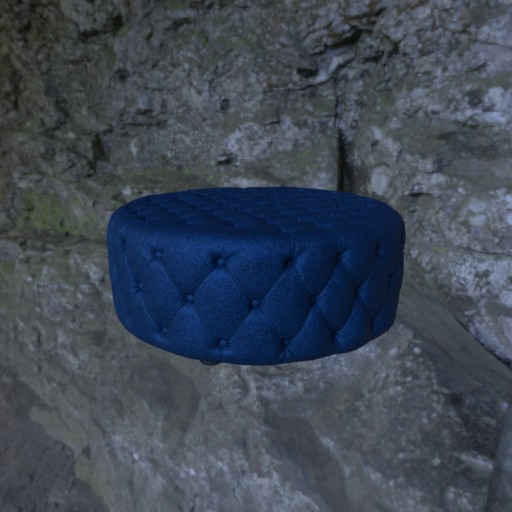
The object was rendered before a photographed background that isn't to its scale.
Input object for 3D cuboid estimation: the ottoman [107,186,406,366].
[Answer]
[{"bbox_3d":[0.000,0.000,1.565,0.998,0.398,0.998,0,16,0],"label":"ottoman"}]
